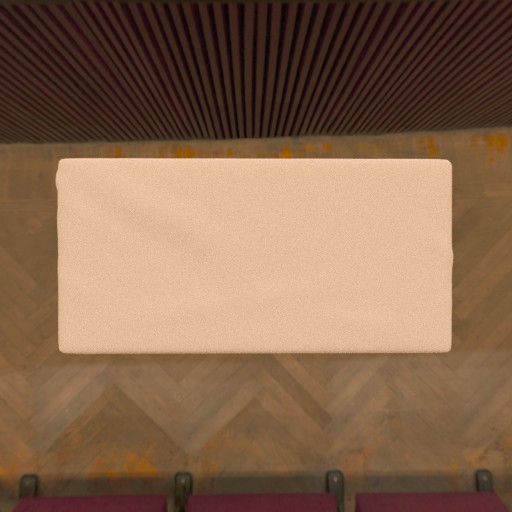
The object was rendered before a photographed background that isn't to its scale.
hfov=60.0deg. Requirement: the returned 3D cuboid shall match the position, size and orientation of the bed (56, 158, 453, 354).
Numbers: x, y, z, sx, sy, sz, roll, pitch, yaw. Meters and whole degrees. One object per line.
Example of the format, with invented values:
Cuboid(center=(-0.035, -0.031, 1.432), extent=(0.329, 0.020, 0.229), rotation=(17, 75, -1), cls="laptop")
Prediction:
Cuboid(center=(0.000, 0.000, 2.142), extent=(1.860, 0.312, 0.940), rotation=(0, 90, -1), cls="bed")
